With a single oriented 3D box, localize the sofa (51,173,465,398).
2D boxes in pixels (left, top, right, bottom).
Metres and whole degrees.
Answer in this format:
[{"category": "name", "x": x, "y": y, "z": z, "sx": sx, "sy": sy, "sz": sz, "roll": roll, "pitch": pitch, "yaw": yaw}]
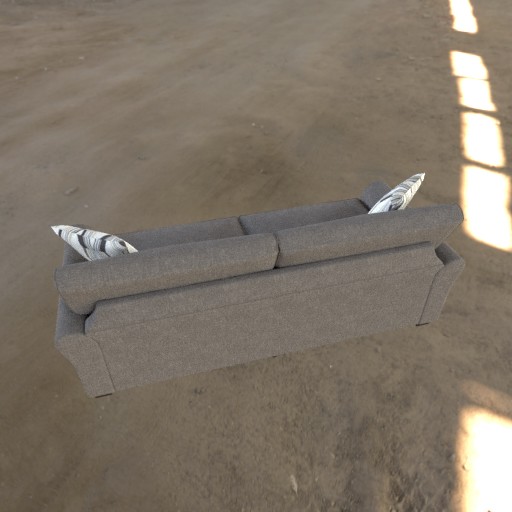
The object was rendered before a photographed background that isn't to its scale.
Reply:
[{"category": "sofa", "x": 0.000, "y": 0.000, "z": 2.478, "sx": 2.032, "sy": 0.813, "sz": 0.889, "roll": -10, "pitch": 40, "yaw": -12}]
